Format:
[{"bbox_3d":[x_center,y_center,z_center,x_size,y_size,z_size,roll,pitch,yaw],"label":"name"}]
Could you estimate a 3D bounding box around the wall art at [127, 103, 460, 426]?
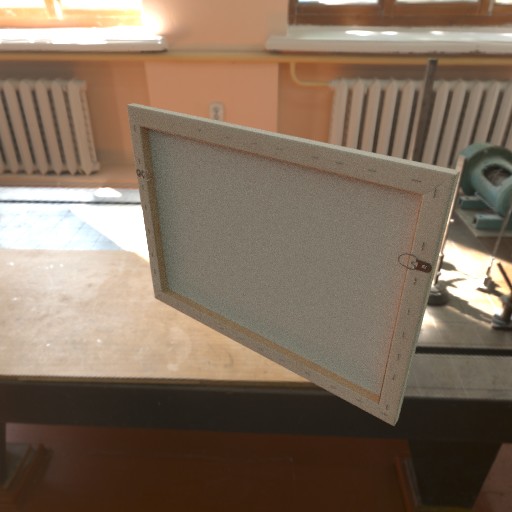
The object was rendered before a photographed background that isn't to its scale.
[{"bbox_3d":[0.000,0.000,1.617,1.219,0.912,0.042,22,37,31],"label":"wall art"}]
